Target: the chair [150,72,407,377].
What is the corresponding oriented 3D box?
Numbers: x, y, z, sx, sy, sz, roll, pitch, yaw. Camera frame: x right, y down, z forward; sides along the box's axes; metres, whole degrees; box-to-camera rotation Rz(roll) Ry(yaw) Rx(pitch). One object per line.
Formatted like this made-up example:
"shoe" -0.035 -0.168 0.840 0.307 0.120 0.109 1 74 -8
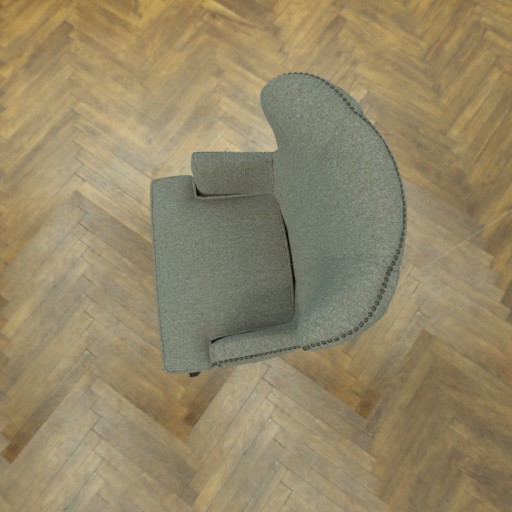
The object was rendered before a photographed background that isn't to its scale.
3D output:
"chair" 0.000 0.000 1.602 0.758 1.060 0.759 -7 75 -2
